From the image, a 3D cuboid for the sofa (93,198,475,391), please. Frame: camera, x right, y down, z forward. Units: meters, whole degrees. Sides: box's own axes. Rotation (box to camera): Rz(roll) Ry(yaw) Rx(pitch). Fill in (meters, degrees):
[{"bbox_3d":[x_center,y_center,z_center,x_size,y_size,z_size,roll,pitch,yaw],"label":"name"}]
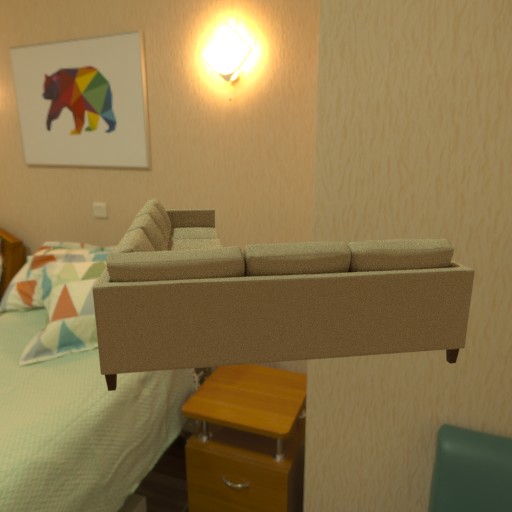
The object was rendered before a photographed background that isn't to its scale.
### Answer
[{"bbox_3d":[0.000,0.000,4.295,2.432,0.863,3.182,-2,14,-9],"label":"sofa"}]
